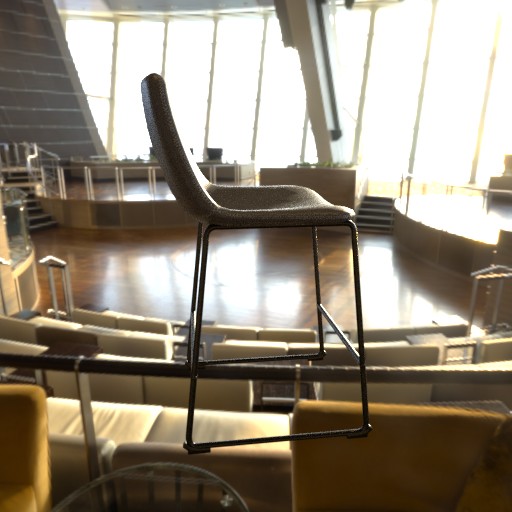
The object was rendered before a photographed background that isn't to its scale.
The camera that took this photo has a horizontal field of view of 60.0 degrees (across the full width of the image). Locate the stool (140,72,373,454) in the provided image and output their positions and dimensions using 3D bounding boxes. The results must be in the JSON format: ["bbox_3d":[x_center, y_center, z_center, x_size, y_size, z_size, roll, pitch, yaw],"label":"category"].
[{"bbox_3d":[0.000,0.000,1.187,0.546,0.876,0.470,-2,16,-8],"label":"stool"}]
